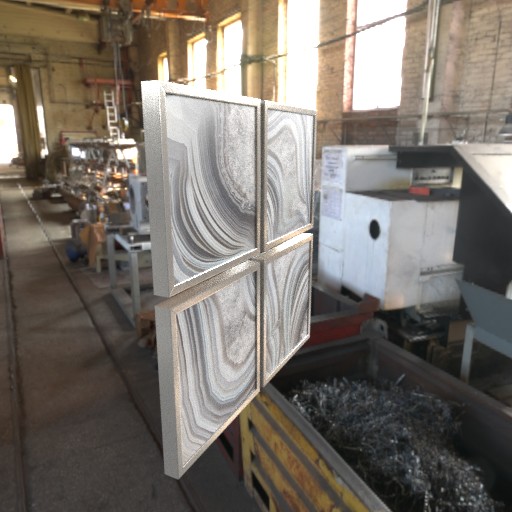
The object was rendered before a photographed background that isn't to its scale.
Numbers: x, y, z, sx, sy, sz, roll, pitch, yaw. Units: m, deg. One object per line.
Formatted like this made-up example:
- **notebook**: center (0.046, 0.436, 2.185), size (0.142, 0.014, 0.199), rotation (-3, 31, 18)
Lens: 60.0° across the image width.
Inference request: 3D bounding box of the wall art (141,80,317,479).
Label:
- **wall art**: center (0.000, 0.000, 0.917), size (0.029, 0.611, 0.611), rotation (7, 16, 26)
